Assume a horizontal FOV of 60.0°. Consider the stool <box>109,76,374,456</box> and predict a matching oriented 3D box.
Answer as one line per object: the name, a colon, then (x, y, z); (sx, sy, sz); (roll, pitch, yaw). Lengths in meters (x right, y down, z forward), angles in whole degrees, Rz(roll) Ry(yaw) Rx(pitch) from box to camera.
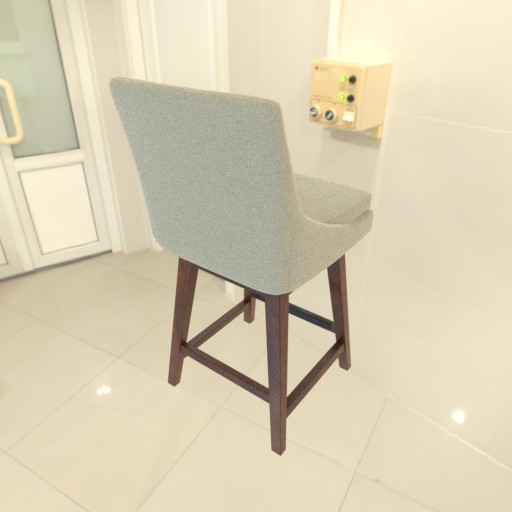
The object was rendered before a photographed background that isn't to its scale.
stool: (0.000, 0.000, 1.274); (0.469, 0.991, 0.559); (21, 36, 31)
